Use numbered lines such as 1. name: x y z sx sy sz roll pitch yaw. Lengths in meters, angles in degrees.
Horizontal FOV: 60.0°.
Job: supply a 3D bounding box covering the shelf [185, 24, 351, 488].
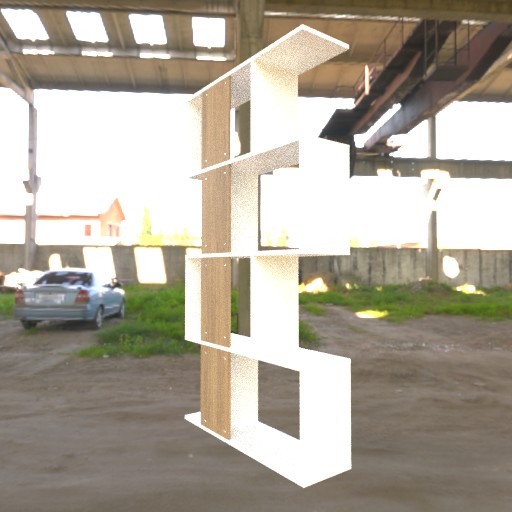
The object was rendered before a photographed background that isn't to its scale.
1. shelf: 0.000 0.000 2.007 0.250 1.650 0.890 1 -2 -37
